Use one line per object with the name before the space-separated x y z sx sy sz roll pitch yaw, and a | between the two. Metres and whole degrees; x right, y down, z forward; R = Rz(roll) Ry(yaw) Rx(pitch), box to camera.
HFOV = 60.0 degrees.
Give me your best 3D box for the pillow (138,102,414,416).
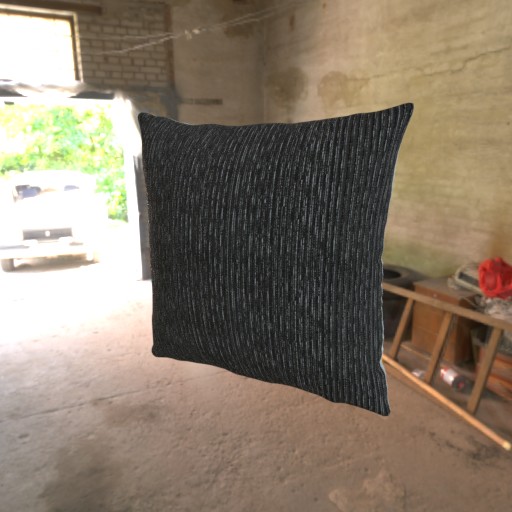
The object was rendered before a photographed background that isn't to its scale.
pillow | 0.000 0.000 0.681 0.433 0.434 0.196 7 16 26
